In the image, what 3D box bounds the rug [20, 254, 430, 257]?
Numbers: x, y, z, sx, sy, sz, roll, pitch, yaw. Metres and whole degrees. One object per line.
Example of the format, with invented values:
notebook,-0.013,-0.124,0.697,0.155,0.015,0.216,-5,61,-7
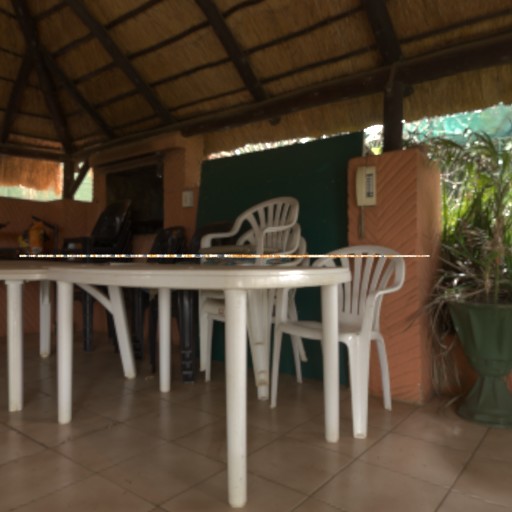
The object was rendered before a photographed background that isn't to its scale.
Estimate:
rug,0.000,0.000,2.297,1.230,0.008,1.827,0,0,37
